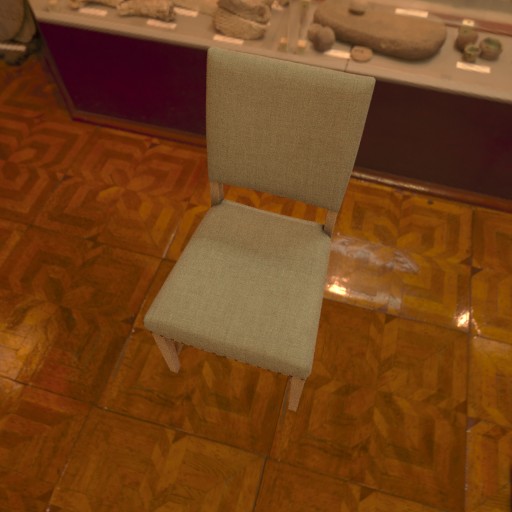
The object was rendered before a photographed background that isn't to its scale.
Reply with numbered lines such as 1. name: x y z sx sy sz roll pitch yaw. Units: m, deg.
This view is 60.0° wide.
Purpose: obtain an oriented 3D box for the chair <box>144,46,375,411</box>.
1. chair: 0.000 0.000 1.389 0.508 0.986 0.622 15 59 9
